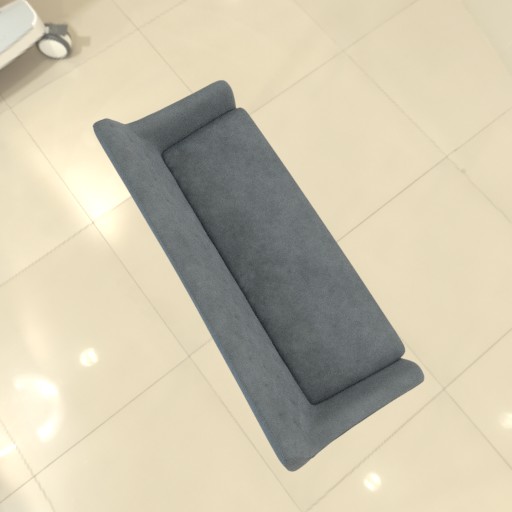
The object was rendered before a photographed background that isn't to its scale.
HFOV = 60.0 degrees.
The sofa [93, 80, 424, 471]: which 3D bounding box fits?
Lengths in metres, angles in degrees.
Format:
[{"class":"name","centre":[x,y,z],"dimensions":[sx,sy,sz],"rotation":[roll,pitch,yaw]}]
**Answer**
[{"class":"sofa","centre":[0.000,0.000,2.436],"dimensions":[0.841,0.832,1.975],"rotation":[-30,77,-8]}]
